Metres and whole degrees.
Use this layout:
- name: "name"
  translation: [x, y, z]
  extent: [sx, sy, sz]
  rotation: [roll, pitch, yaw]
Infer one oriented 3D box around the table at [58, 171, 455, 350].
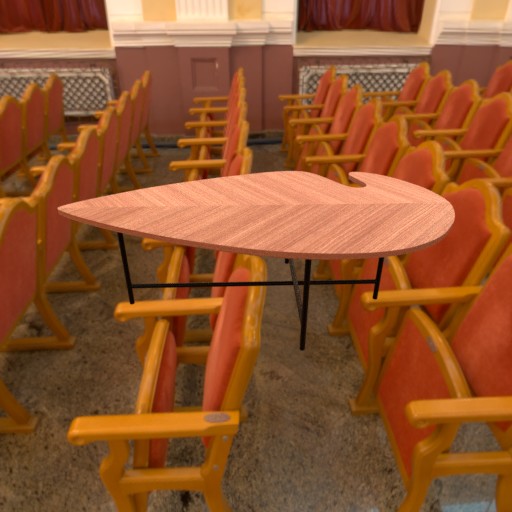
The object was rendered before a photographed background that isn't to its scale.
- name: "table"
  translation: [0.000, 0.000, 1.446]
  extent: [1.199, 0.360, 0.598]
  rotation: [-1, 31, -2]
